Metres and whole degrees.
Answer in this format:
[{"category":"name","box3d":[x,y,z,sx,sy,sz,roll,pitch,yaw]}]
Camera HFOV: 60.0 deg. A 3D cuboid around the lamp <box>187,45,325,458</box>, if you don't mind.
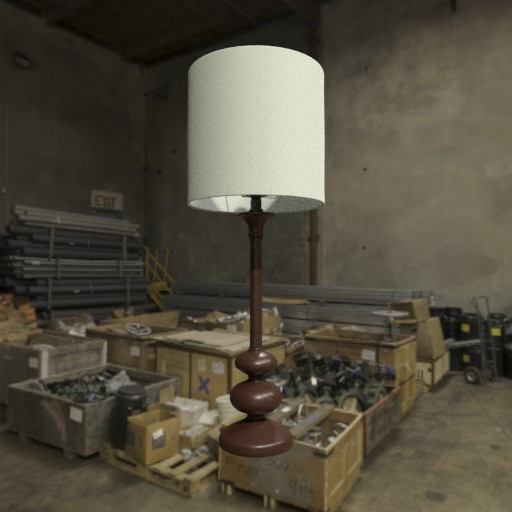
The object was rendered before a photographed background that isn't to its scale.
[{"category":"lamp","box3d":[0.000,0.000,0.826,0.254,0.690,0.254,-1,-2,35]}]
